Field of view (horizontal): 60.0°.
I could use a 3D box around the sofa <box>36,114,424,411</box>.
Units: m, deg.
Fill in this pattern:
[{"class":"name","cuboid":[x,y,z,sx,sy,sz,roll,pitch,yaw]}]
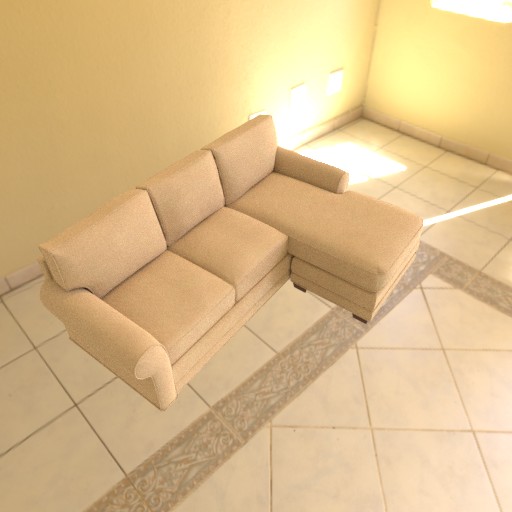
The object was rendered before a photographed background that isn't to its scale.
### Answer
[{"class":"sofa","cuboid":[0.000,0.000,2.309,1.226,0.734,1.770,27,49,26]}]
